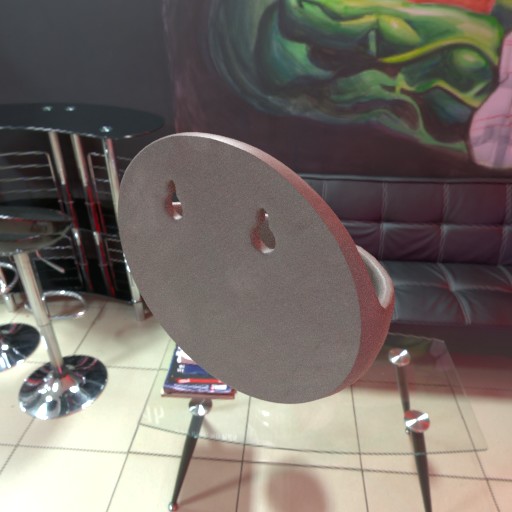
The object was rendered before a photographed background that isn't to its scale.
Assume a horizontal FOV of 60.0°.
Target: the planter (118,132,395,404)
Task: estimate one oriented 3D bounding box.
[{"bbox_3d":[0.000,0.000,0.278,0.190,0.164,0.073,21,36,32],"label":"planter"}]
